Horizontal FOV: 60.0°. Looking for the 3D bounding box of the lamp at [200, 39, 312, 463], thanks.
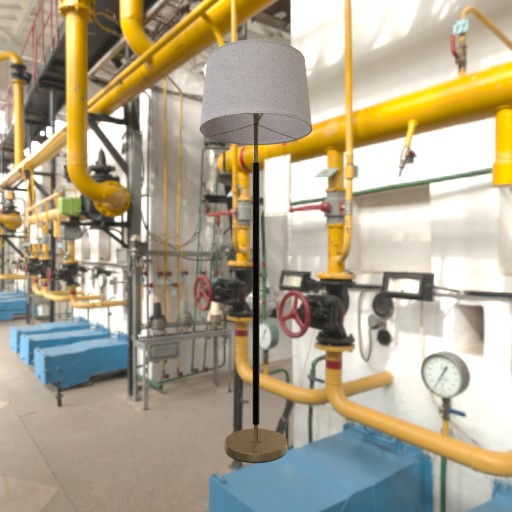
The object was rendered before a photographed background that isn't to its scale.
[{"bbox_3d":[0.000,0.000,1.665,0.420,1.447,0.420,0,0,0],"label":"lamp"}]
